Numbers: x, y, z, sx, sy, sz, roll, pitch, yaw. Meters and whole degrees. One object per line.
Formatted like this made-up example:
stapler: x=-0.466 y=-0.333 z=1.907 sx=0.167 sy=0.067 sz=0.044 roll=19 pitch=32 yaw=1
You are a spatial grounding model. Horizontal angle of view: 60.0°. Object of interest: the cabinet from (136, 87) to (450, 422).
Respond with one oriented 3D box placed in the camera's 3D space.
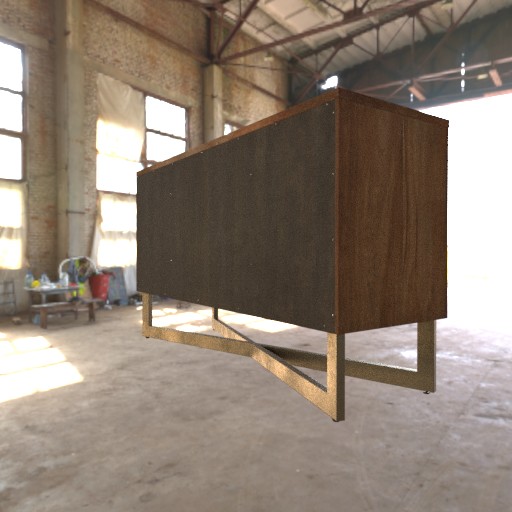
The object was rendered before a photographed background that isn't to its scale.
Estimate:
cabinet: x=0.000 y=0.000 z=1.748 sx=0.480 sy=0.812 sz=1.373 roll=-1 pitch=1 yaw=-35
